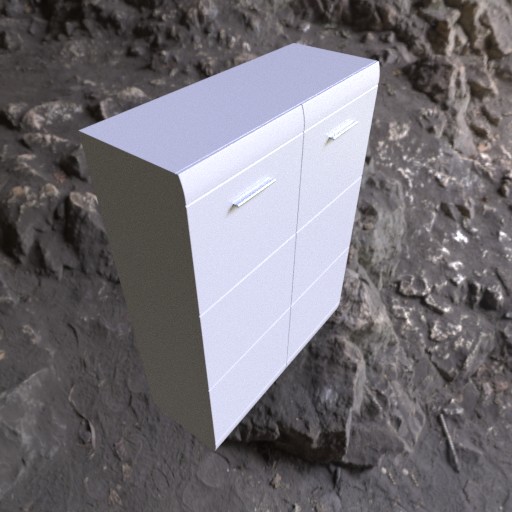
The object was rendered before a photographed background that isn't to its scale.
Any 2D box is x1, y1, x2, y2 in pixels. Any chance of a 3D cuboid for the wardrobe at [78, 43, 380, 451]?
[{"bbox_3d":[0.000,0.000,1.617,0.360,1.200,0.900,27,47,28],"label":"wardrobe"}]
